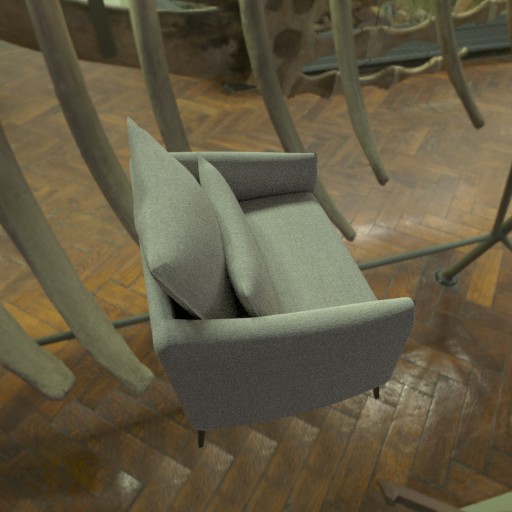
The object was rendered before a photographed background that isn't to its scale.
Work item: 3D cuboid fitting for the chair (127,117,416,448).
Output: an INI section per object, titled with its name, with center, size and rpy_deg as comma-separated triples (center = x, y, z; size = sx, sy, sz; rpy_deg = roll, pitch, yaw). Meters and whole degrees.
[chair]
center = 0.000, 0.000, 1.670
size = 0.801, 0.856, 1.029
rpy_deg = -11, 47, -11
